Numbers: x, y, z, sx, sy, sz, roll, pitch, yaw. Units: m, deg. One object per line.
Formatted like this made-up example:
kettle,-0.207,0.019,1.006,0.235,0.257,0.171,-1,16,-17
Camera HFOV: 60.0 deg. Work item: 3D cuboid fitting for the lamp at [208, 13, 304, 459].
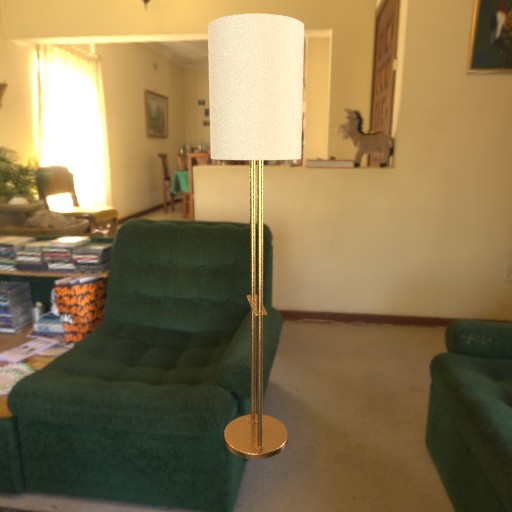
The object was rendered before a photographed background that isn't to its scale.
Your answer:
lamp,0.000,0.000,1.591,0.305,1.500,0.306,-2,14,-9
